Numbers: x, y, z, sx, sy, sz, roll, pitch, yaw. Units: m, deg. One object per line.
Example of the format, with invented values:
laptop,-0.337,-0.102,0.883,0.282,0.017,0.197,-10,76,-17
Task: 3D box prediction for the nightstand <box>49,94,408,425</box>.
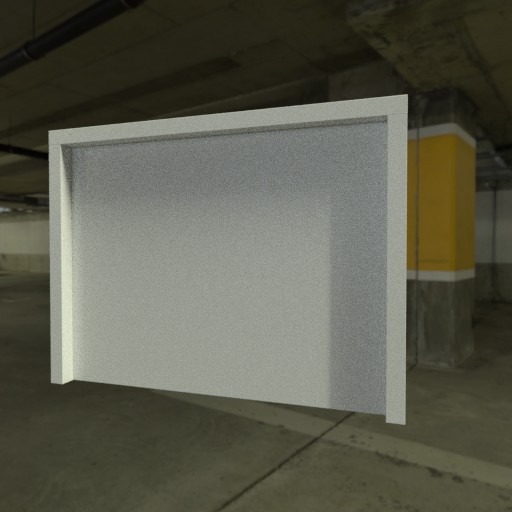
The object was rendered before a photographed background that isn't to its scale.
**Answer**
nightstand,0.000,0.000,0.737,0.470,0.351,0.408,0,1,18
